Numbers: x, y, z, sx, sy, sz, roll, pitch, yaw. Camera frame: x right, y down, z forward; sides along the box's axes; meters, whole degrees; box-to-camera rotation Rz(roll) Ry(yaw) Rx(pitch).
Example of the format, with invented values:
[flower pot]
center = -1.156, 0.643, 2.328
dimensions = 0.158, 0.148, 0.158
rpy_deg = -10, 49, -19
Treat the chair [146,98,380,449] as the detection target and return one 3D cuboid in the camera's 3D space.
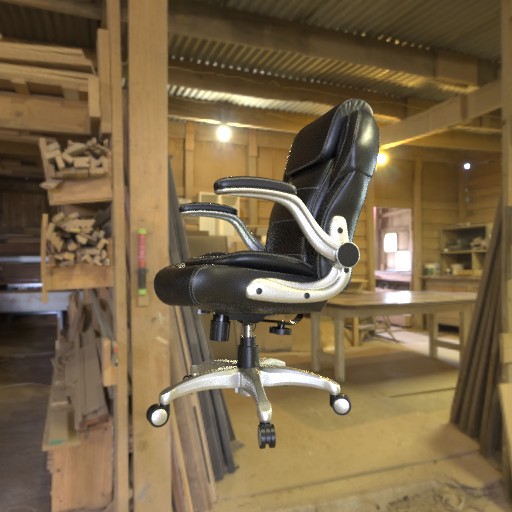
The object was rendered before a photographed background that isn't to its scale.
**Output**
[chair]
center = 0.000, 0.000, 1.653
dimensions = 0.801, 1.141, 0.724
rpy_deg = 0, 0, -19
